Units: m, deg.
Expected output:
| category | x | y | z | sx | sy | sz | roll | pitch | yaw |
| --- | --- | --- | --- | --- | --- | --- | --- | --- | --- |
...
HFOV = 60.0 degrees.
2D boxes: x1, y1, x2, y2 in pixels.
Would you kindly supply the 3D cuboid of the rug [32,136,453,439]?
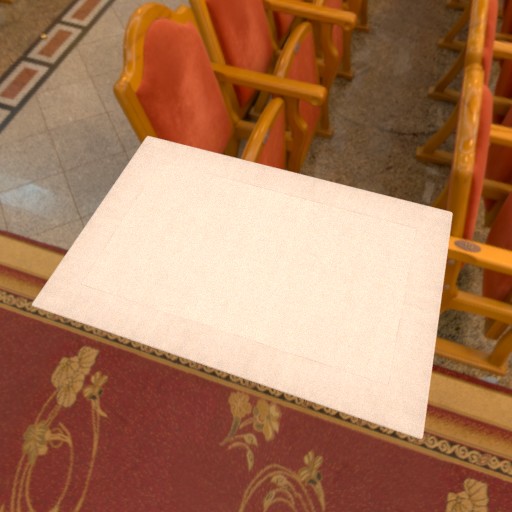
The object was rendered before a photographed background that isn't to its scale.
| category | x | y | z | sx | sy | sz | roll | pitch | yaw |
| --- | --- | --- | --- | --- | --- | --- | --- | --- | --- |
| rug | 0.000 | 0.000 | 2.245 | 1.829 | 0.013 | 1.219 | 16 | 59 | 10 |
